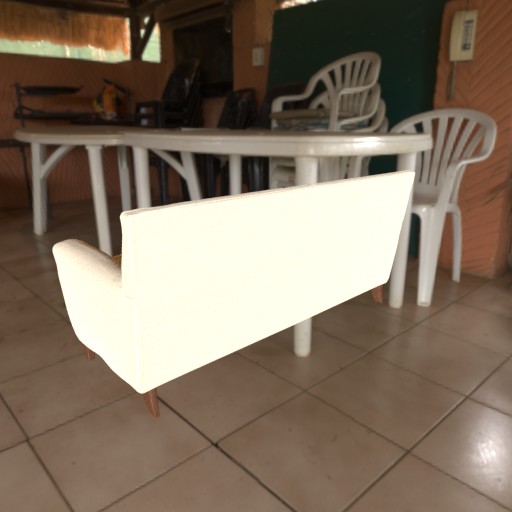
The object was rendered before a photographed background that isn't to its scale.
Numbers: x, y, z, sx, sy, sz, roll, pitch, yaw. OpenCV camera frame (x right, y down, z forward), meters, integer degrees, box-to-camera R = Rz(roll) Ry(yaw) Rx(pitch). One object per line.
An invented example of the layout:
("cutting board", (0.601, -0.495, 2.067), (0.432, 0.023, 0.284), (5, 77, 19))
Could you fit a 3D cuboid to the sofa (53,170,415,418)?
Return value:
("sofa", (0.000, 0.000, 2.554), (2.001, 0.907, 0.841), (-16, 23, -41))
